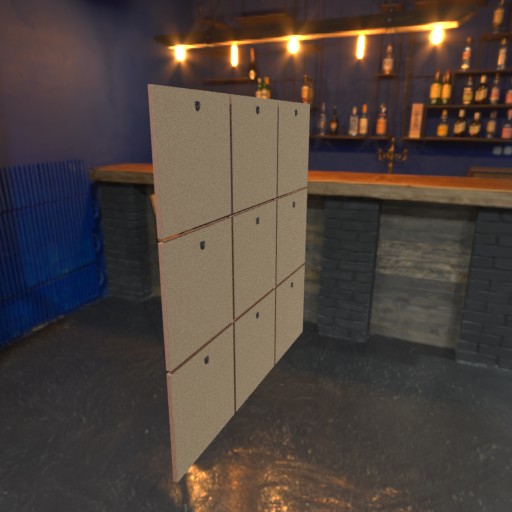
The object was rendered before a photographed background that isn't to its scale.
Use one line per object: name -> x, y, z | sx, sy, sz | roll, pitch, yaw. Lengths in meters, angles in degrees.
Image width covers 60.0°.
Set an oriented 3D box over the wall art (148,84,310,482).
wall art -> 0.000, 0.000, 1.341 | 0.018, 0.904, 0.906 | 8, 18, 24
